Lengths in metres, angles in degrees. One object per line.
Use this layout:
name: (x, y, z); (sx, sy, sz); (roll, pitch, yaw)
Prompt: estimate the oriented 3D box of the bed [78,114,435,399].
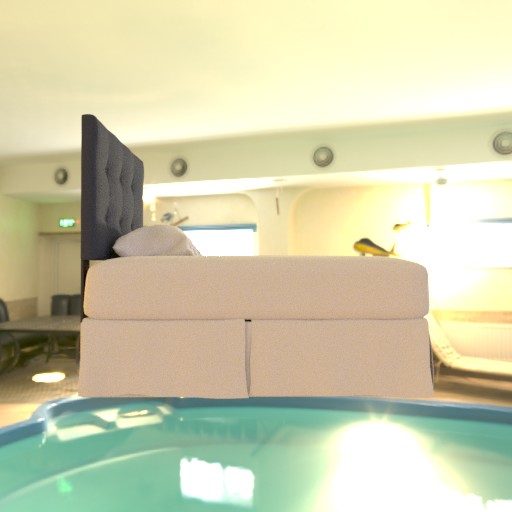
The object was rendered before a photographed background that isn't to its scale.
bed: (0.000, 0.000, 3.023); (1.997, 1.571, 1.261); (0, -1, -1)
